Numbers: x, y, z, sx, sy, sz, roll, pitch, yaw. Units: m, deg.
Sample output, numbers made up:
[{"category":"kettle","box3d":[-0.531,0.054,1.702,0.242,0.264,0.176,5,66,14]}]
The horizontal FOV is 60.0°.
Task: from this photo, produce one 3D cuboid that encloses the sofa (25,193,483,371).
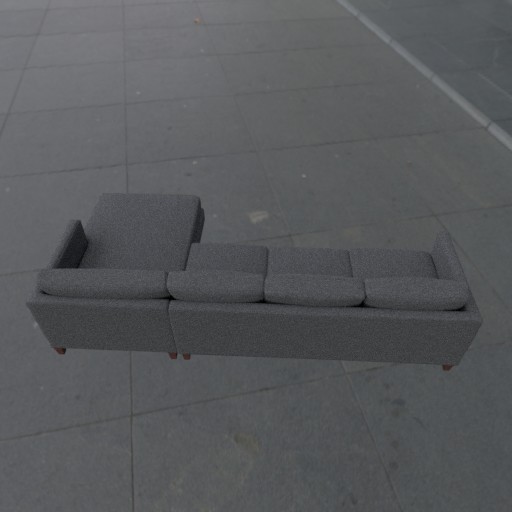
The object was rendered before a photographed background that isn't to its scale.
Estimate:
[{"category":"sofa","box3d":[0.000,0.000,3.795,3.186,0.846,1.625,2,45,2]}]
